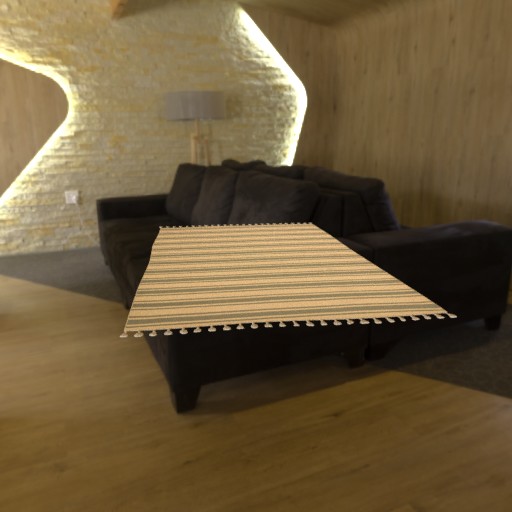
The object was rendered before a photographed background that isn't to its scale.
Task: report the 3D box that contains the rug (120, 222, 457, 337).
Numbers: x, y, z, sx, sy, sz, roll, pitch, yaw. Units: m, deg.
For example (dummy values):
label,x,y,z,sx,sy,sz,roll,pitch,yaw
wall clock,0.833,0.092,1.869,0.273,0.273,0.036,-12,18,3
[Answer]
label,x,y,z,sx,sy,sz,roll,pitch,yaw
rug,0.000,0.000,2.558,1.222,0.009,2.084,-2,14,-8
